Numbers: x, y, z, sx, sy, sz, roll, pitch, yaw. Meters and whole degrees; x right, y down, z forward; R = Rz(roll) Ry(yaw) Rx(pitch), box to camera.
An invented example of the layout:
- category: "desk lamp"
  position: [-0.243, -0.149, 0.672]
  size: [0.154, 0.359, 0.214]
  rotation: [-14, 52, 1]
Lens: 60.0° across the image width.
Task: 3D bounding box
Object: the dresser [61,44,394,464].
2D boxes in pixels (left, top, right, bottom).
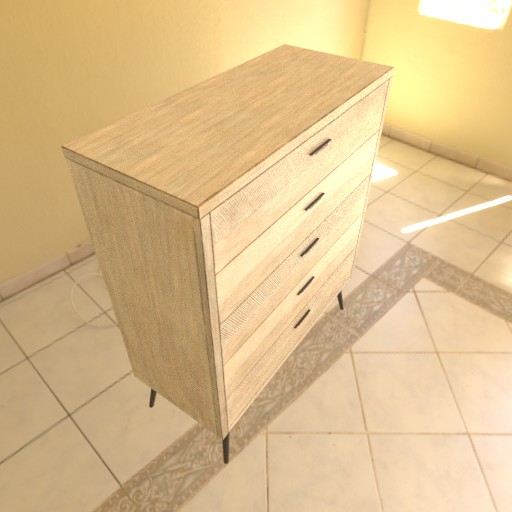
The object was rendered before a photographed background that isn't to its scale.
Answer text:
- category: "dresser"
  position: [0.000, 0.000, 1.704]
  size: [0.457, 1.219, 1.016]
  rotation: [25, 47, 26]
